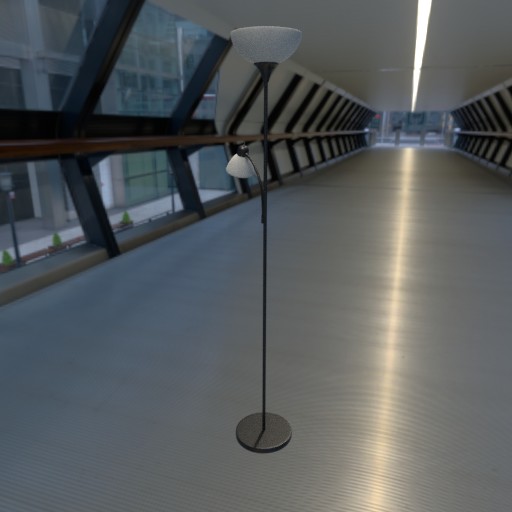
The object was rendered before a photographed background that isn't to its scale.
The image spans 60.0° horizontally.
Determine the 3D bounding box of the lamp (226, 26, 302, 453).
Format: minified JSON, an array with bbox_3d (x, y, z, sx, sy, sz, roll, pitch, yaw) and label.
[{"bbox_3d":[0.000,0.000,2.012,0.279,1.804,0.442,-8,19,-26],"label":"lamp"}]
